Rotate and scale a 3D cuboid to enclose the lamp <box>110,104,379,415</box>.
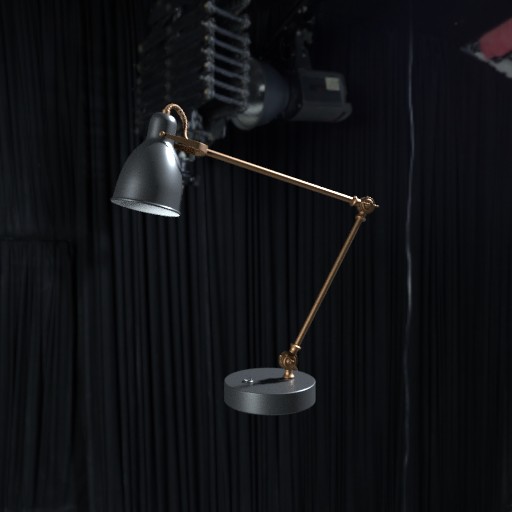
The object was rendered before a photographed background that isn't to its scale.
[{"bbox_3d":[0.000,0.000,0.900,0.561,0.587,0.187,0,0,-19],"label":"lamp"}]
